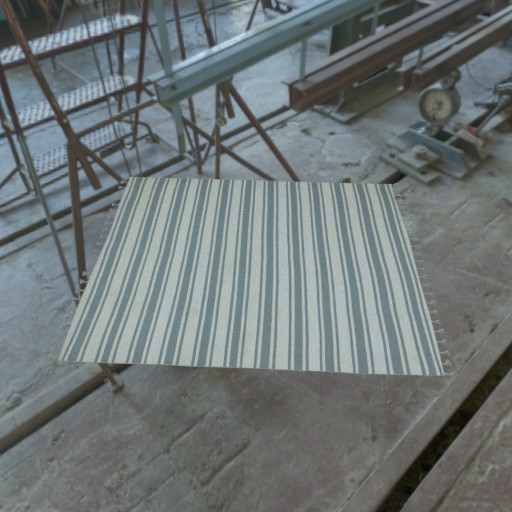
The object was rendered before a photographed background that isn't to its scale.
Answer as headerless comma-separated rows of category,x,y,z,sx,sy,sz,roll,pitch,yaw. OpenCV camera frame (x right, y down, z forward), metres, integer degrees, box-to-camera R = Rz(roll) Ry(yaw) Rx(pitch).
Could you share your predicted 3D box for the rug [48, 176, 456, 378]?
rug,0.000,0.000,4.266,3.201,0.005,2.439,2,46,2
